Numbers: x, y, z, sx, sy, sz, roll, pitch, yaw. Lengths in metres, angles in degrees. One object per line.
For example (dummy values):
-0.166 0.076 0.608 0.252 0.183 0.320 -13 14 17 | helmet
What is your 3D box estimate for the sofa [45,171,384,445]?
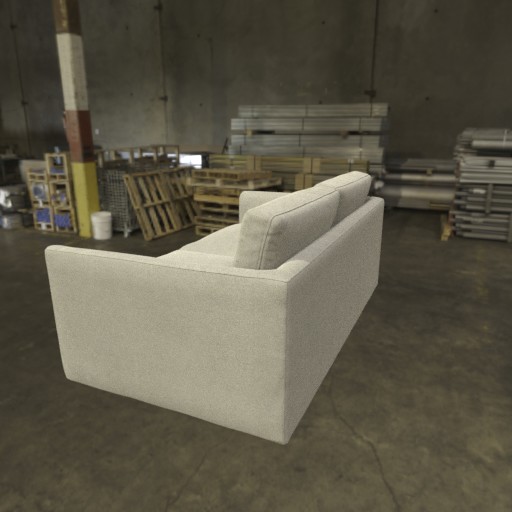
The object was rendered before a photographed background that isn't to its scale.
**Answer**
0.000 0.000 2.502 1.091 0.839 1.905 7 18 24 | sofa
